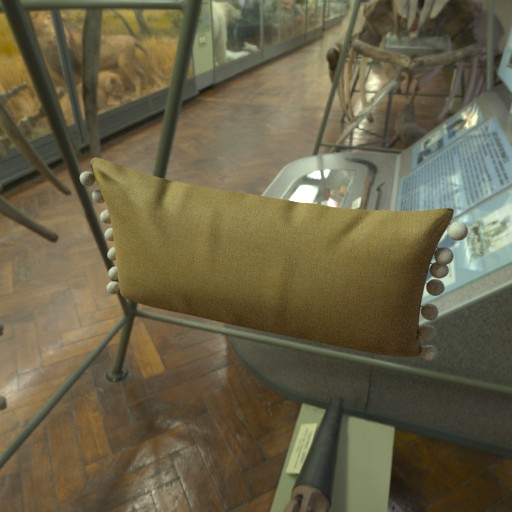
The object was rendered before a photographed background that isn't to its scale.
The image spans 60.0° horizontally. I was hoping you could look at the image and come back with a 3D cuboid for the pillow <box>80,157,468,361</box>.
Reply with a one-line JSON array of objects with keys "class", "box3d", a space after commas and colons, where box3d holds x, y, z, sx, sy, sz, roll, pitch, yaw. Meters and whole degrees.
[{"class": "pillow", "box3d": [0.000, 0.000, 0.846, 0.709, 0.322, 0.201, 10, 32, 15]}]
